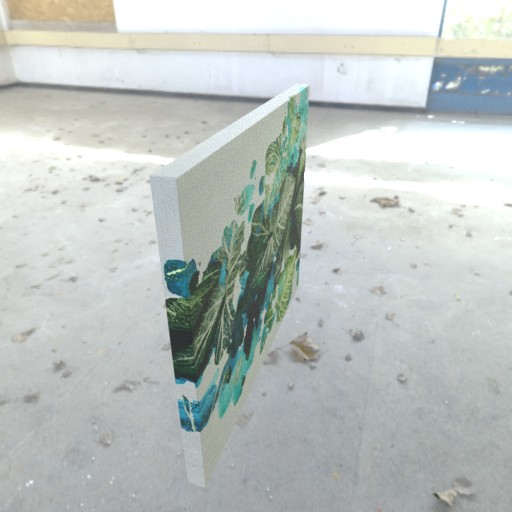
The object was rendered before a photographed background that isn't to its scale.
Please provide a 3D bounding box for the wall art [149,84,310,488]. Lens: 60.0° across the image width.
[{"bbox_3d":[0.000,0.000,0.977,0.043,0.610,0.711,10,31,16],"label":"wall art"}]
